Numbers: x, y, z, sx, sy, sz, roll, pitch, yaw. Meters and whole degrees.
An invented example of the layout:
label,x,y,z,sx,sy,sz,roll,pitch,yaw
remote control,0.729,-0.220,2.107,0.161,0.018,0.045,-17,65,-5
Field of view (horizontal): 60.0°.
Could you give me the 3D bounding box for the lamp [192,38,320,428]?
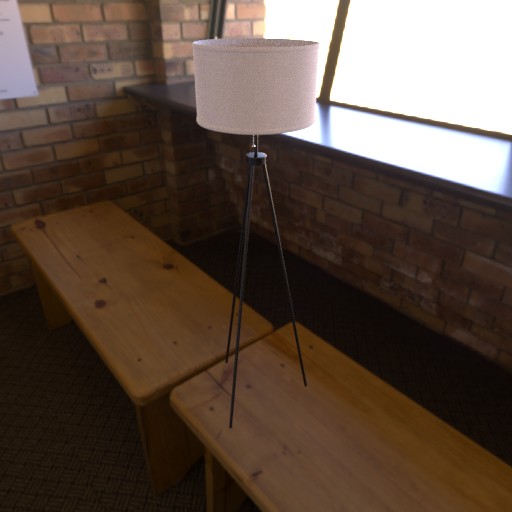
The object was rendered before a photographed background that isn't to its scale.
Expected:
label,x,y,z,sx,sy,sz,roll,pitch,yaw
lamp,0.000,0.000,1.777,0.448,1.545,0.458,9,31,16
